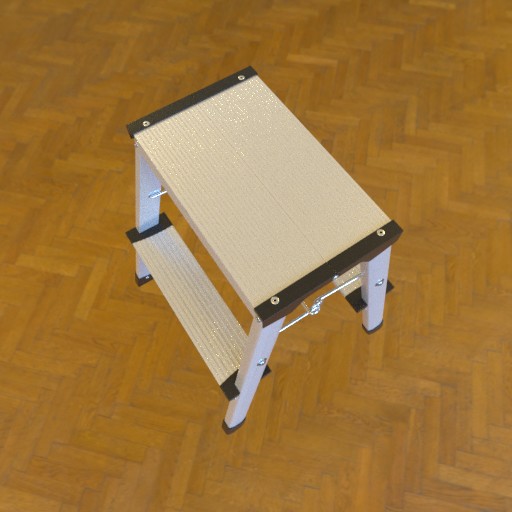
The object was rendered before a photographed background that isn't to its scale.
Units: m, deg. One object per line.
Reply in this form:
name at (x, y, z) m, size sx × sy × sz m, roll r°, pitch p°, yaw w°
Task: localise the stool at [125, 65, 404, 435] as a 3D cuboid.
stool at (0.000, 0.000, 0.779) m, size 0.405 × 0.480 × 0.404 m, roll -31°, pitch 68°, yaw -14°
